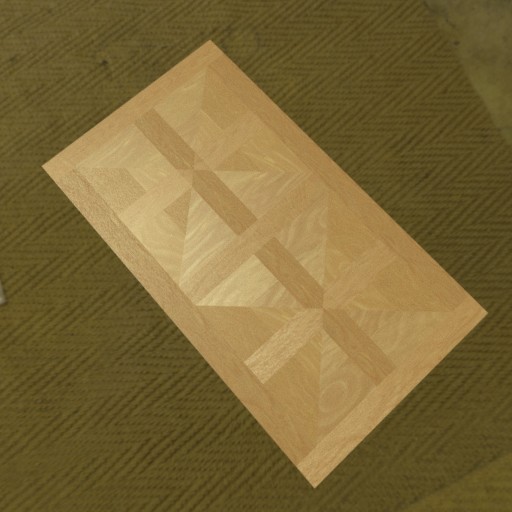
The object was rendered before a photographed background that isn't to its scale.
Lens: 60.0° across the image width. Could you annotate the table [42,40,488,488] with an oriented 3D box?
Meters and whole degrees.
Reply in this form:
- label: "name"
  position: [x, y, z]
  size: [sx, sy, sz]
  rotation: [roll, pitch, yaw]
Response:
- label: "table"
  position: [0.000, 0.000, 1.614]
  size: [0.711, 0.507, 1.270]
  rotation: [-41, 80, -9]
